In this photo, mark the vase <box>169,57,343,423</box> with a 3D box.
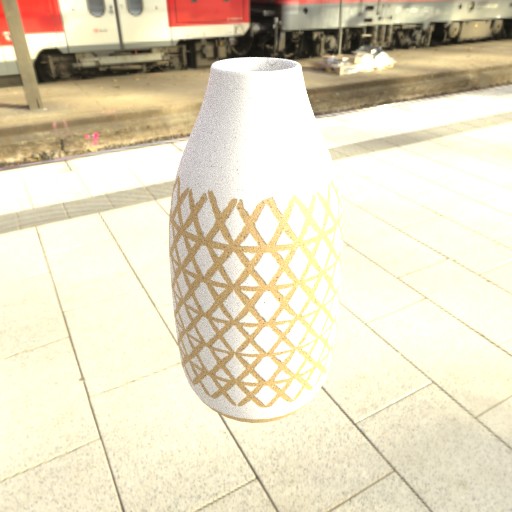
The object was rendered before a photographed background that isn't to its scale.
[{"bbox_3d":[0.000,0.000,0.472,0.186,0.380,0.186,0,32,0],"label":"vase"}]
